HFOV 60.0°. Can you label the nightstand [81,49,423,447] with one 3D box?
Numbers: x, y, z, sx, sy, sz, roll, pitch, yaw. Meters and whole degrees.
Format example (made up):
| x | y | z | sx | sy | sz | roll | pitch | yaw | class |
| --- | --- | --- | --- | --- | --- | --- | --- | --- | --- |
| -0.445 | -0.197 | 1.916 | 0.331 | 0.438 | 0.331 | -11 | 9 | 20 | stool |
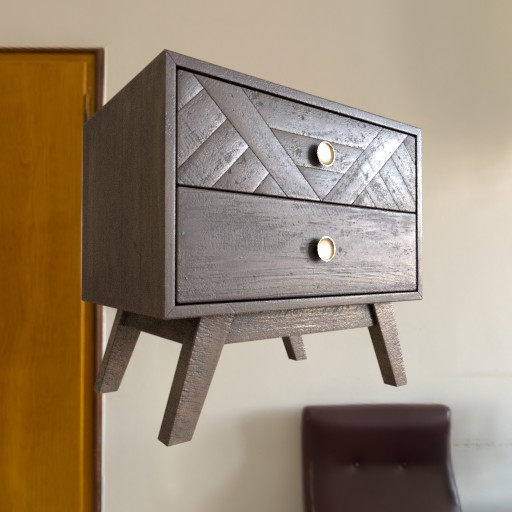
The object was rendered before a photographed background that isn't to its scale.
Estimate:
| x | y | z | sx | sy | sz | roll | pitch | yaw | class |
| --- | --- | --- | --- | --- | --- | --- | --- | --- | --- |
| 0.000 | 0.000 | 1.014 | 0.650 | 0.599 | 0.450 | 1 | -2 | -36 | nightstand |
